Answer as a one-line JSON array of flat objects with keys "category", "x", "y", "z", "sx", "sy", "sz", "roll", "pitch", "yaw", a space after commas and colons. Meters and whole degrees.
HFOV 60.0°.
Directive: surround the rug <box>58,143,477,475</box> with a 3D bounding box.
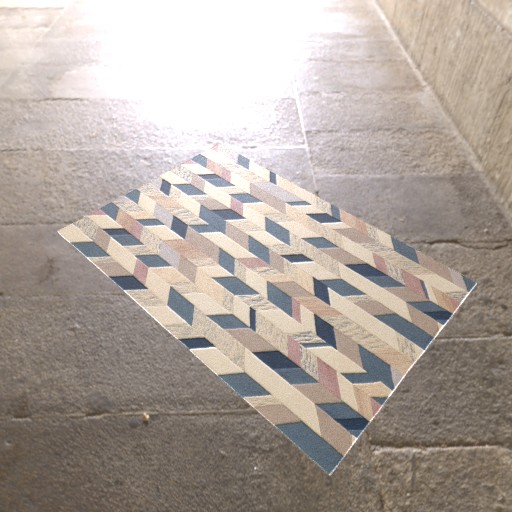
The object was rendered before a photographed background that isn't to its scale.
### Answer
[{"category": "rug", "x": 0.000, "y": 0.000, "z": 2.257, "sx": 1.813, "sy": 0.006, "sz": 1.202, "roll": 34, "pitch": 55, "yaw": 28}]
